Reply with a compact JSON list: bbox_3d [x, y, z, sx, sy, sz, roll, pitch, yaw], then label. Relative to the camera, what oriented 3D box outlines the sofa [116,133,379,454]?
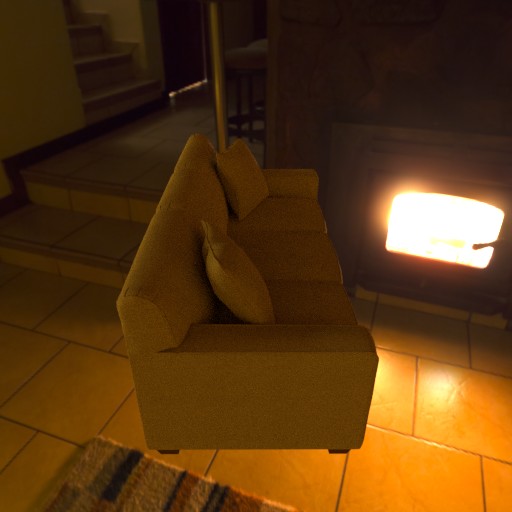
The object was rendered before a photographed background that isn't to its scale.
[{"bbox_3d":[0.000,0.000,2.598,0.997,0.958,2.024,0,31,0],"label":"sofa"}]
